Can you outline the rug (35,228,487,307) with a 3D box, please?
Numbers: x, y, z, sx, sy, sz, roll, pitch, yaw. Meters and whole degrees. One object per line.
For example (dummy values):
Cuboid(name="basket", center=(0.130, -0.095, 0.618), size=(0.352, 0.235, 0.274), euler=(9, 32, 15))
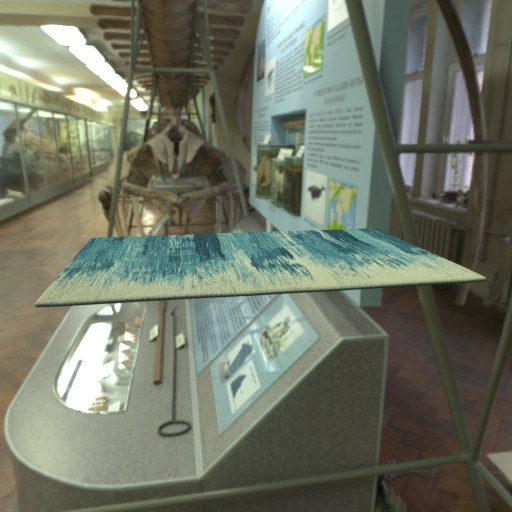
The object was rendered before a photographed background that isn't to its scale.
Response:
Cuboid(name="rug", center=(0.000, 0.000, 3.054), size=(2.450, 0.027, 1.540), euler=(-2, 15, -9))
